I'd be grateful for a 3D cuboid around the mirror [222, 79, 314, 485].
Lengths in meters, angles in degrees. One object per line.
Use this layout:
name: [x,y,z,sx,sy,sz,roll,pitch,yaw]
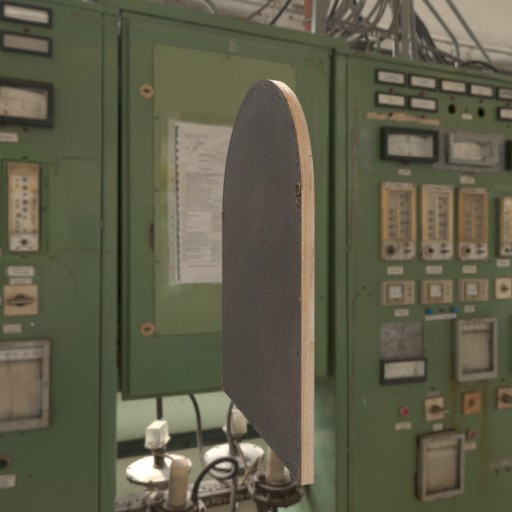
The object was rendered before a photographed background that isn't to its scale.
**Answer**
mirror: [0.000,0.000,1.207,0.032,0.920,0.660,0,1,-18]
